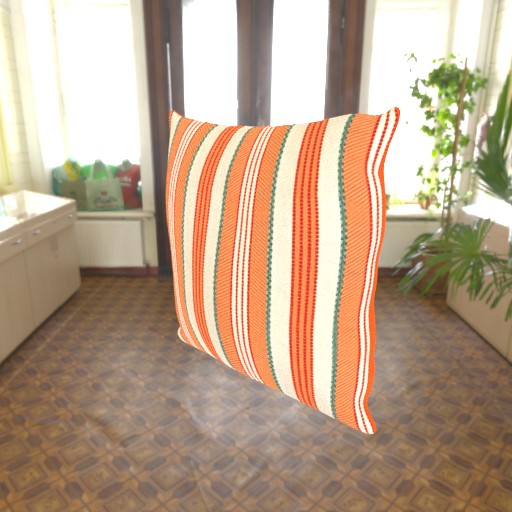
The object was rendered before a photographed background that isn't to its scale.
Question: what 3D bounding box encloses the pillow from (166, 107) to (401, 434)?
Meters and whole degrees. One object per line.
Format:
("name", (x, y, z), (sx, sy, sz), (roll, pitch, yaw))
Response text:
("pillow", (0.000, 0.000, 0.689), (0.440, 0.441, 0.182), (15, 22, 42))
